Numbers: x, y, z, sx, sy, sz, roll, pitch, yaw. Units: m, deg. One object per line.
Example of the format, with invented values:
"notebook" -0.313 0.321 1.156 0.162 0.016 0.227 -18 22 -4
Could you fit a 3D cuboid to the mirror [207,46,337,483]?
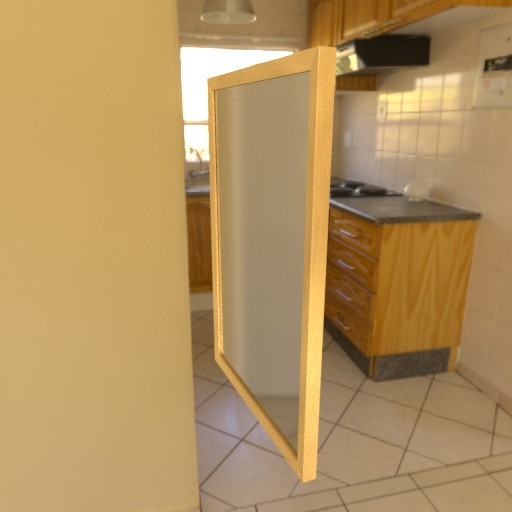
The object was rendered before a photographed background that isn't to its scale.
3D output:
"mirror" 0.000 0.000 1.157 0.040 0.915 0.609 -7 18 -23
